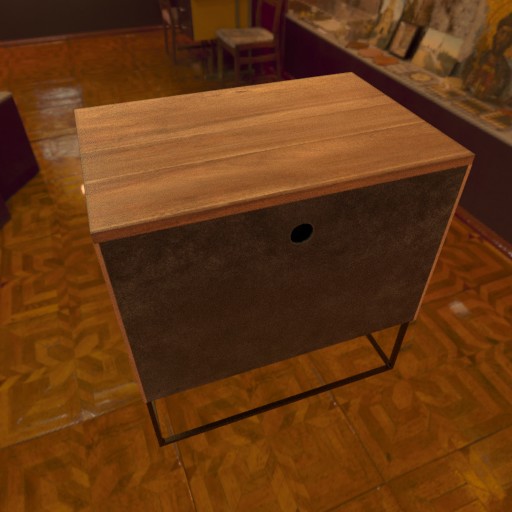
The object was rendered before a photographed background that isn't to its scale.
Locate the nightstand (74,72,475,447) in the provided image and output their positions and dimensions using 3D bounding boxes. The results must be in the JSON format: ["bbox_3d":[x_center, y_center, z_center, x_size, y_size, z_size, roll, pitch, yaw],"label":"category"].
[{"bbox_3d":[0.000,0.000,0.995,0.605,0.611,0.427,-13,43,-15],"label":"nightstand"}]
